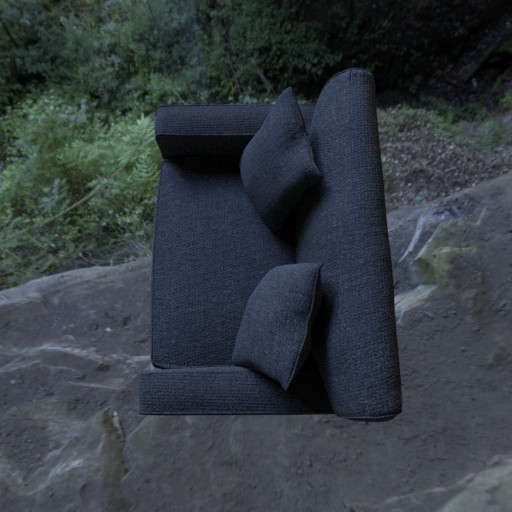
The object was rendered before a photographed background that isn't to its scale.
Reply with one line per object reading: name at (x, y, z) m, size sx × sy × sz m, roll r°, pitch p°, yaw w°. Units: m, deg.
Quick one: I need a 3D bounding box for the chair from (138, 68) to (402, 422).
chair at (0.000, 0.000, 2.049) m, size 1.000 × 0.948 × 1.383 m, roll 0°, pitch 75°, yaw 0°
